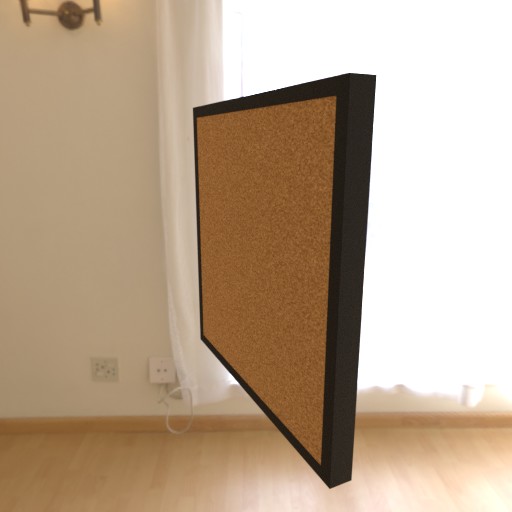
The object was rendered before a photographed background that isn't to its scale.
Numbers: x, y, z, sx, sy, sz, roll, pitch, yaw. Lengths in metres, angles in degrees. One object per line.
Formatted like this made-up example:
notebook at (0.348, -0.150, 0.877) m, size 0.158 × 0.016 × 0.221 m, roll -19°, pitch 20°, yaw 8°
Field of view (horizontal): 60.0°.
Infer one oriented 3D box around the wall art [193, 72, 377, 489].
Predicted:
wall art at (0.000, 0.000, 0.739) m, size 0.036 × 0.503 × 0.506 m, roll -7°, pitch 16°, yaw -25°
